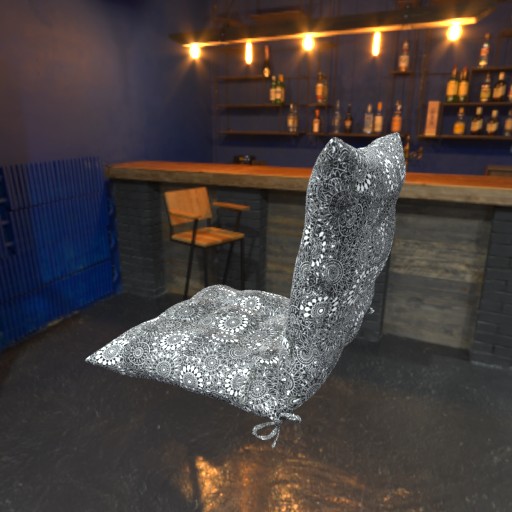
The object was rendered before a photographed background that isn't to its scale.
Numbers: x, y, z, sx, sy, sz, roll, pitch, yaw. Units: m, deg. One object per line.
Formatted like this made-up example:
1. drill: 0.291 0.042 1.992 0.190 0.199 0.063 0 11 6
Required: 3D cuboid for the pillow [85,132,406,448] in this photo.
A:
1. pillow: 0.000 0.000 0.996 0.585 0.536 0.541 8 19 26
